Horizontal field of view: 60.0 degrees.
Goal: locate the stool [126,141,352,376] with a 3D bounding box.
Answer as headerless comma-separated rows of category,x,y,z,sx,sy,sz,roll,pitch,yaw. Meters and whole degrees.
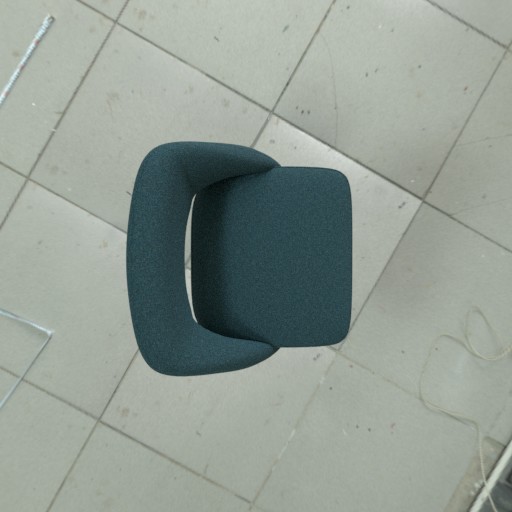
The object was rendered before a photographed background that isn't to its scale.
stool,0.000,0.000,1.333,0.522,1.032,0.536,0,91,-2
